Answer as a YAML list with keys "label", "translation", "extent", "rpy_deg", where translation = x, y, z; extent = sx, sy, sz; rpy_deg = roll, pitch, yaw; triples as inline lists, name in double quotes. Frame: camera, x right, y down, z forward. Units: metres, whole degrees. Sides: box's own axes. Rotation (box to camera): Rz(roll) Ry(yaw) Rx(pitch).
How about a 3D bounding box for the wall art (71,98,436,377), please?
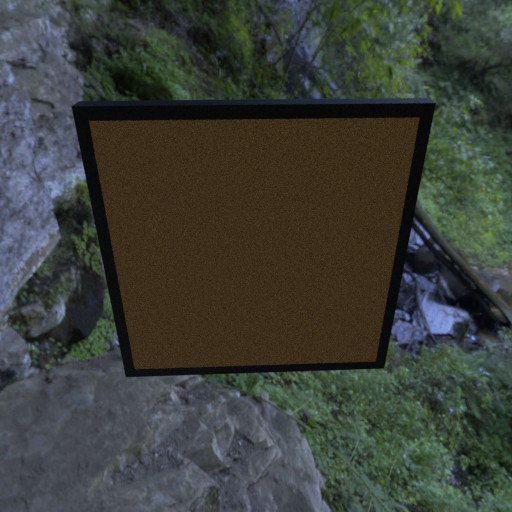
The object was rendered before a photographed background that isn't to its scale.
- label: "wall art"
  translation: [0.000, 0.000, 0.760]
  extent: [0.508, 0.508, 0.038]
  rpy_deg: [-1, 30, -2]
